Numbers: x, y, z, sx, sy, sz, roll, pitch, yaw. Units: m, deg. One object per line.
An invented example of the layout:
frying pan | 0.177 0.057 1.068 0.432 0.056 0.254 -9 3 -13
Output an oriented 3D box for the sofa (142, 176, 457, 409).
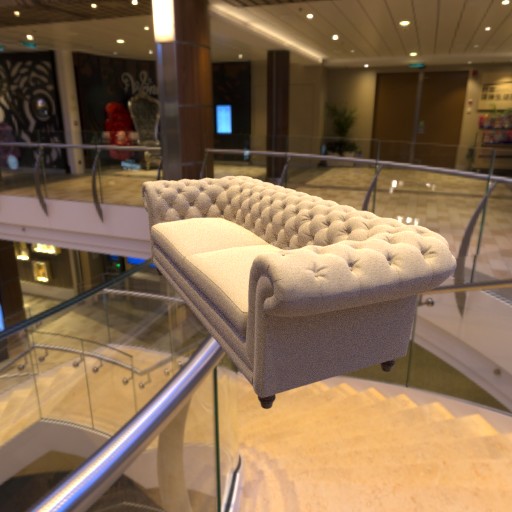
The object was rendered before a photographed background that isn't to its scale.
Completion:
sofa | 0.000 0.000 3.169 1.076 0.847 2.694 -8 19 -24
